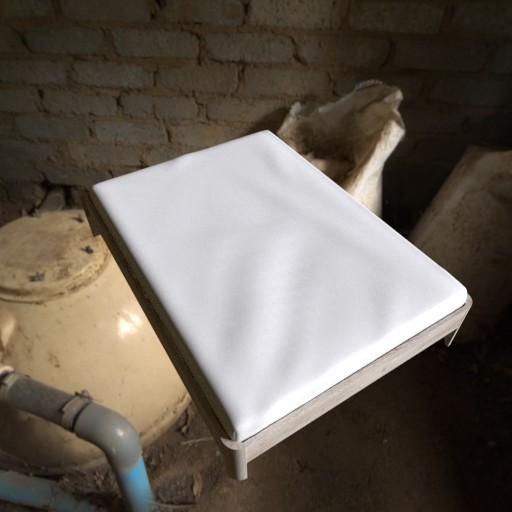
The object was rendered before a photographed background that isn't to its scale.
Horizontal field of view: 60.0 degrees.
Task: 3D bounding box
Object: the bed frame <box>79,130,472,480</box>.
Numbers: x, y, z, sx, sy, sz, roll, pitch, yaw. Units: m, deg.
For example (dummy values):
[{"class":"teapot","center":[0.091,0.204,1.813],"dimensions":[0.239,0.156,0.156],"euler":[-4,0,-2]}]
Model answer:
[{"class":"bed frame","center":[0.000,0.000,2.648],"dimensions":[1.490,0.462,1.950],"euler":[-24,50,-22]}]
